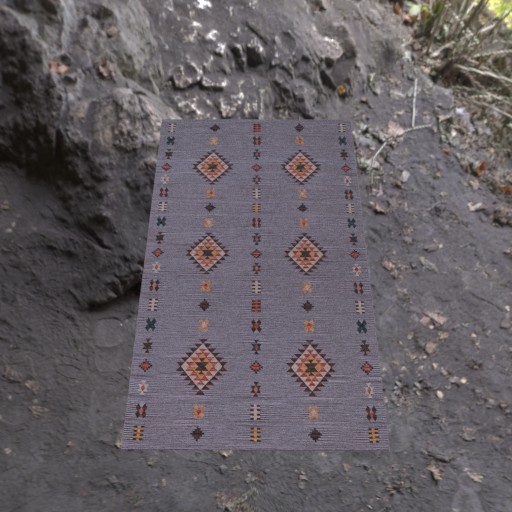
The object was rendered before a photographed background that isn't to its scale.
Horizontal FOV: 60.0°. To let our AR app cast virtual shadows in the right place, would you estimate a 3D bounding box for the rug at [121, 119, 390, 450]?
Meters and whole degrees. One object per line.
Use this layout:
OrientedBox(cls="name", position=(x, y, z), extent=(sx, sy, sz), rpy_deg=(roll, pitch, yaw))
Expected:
OrientedBox(cls="rug", position=(0.000, 0.000, 3.023), extent=(1.515, 0.007, 2.427), rpy_deg=(0, 64, 0))
